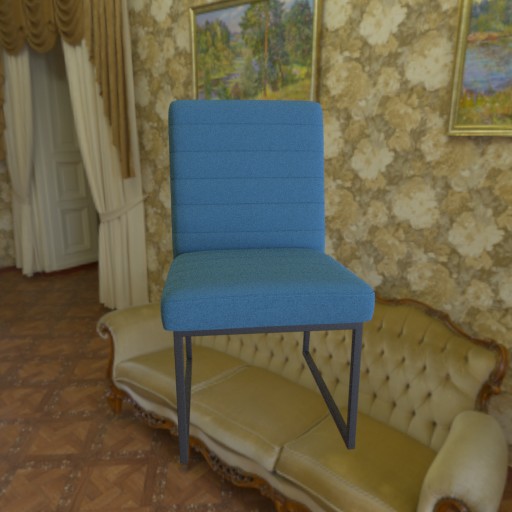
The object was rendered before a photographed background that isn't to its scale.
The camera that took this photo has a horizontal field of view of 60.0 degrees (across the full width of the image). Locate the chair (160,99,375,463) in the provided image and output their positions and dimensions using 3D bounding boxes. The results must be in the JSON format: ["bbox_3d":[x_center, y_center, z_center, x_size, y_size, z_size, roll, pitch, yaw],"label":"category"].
[{"bbox_3d":[0.000,0.000,1.331,0.520,0.930,0.634,-2,15,-7],"label":"chair"}]
